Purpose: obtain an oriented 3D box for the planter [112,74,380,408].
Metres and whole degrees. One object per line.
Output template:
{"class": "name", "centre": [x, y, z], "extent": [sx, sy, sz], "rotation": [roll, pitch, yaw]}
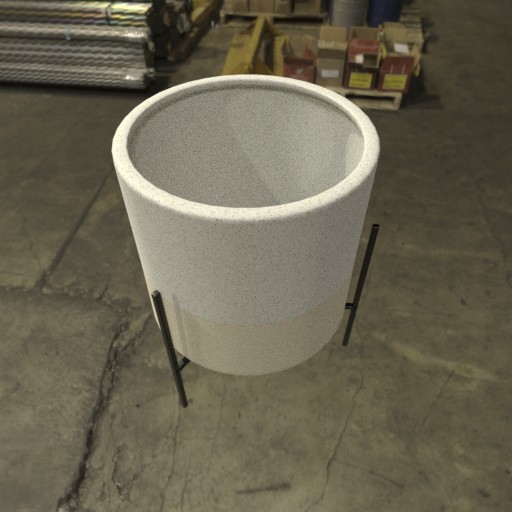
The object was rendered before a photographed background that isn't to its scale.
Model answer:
{"class": "planter", "centre": [0.000, 0.000, 0.670], "extent": [0.335, 0.423, 0.313], "rotation": [5, 47, 5]}
